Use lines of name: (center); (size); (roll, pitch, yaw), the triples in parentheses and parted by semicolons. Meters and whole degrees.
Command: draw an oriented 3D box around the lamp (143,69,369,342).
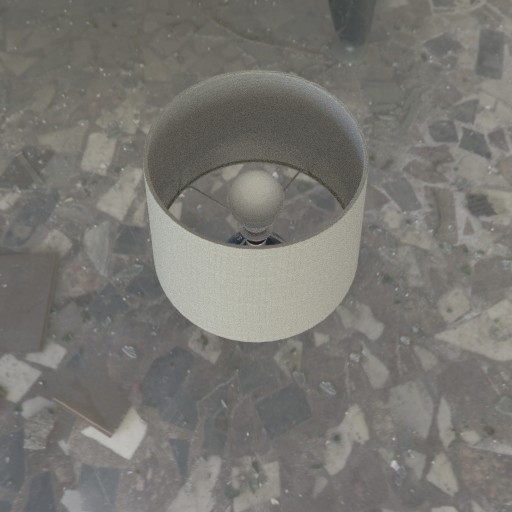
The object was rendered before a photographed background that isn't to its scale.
lamp: (0.000, 0.000, 0.584); (0.253, 0.428, 0.253); (0, 64, 0)
